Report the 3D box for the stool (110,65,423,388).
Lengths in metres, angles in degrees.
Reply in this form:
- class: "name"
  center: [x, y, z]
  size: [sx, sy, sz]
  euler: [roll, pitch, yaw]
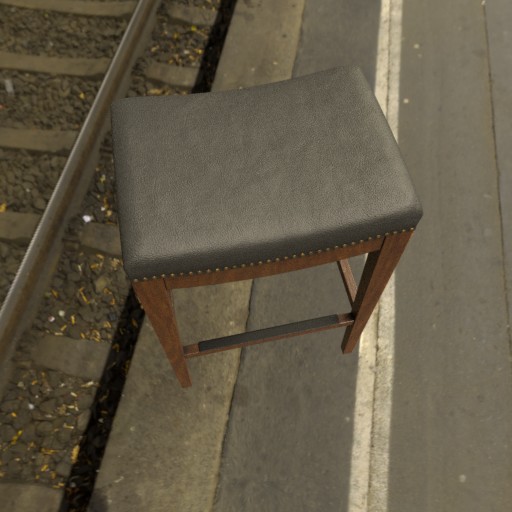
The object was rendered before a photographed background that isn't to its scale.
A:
- class: "stool"
  center: [0.000, 0.000, 1.021]
  size: [0.500, 0.765, 0.361]
  euler: [-11, 63, -5]
